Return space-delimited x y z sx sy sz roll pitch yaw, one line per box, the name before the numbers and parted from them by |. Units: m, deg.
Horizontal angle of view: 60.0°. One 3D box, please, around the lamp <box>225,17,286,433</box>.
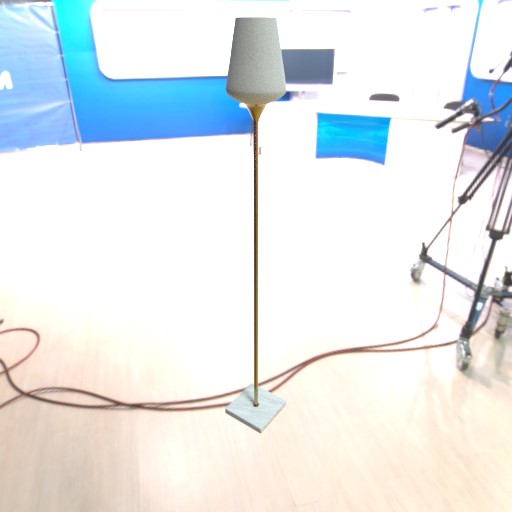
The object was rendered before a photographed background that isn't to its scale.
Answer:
lamp | 0.000 0.000 1.912 0.229 1.813 0.232 18 33 31
